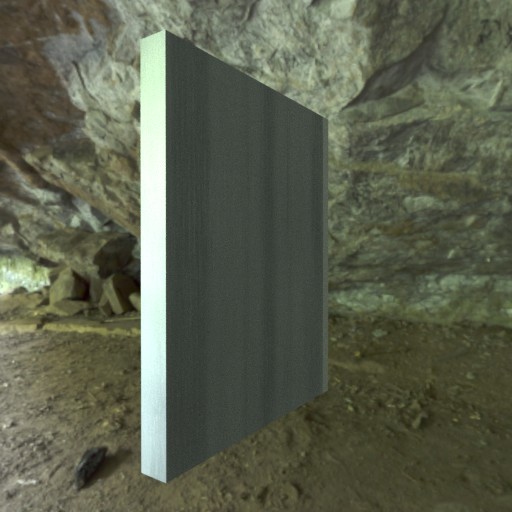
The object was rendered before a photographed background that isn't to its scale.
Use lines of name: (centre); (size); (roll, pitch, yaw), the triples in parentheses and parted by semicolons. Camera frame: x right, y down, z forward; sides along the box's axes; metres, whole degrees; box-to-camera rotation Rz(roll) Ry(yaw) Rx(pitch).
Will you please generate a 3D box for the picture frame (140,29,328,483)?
picture frame: (0.000, 0.000, 0.739); (0.046, 0.555, 0.449); (0, 1, 35)
